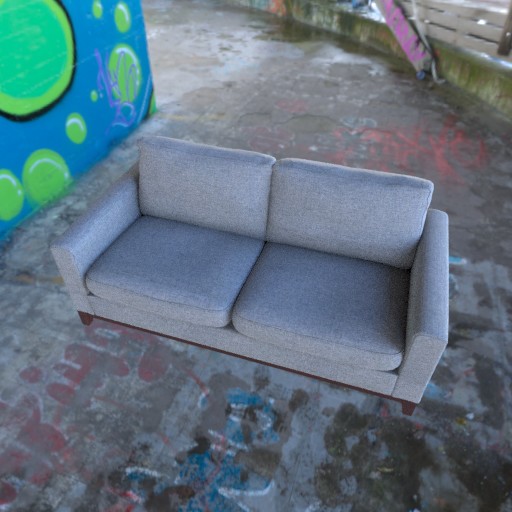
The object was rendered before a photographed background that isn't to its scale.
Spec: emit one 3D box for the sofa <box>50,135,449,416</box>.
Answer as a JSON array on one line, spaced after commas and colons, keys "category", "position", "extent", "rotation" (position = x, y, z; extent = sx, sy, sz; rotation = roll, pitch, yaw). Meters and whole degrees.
[{"category": "sofa", "position": [0.000, 0.000, 2.479], "extent": [1.978, 0.892, 0.969], "rotation": [12, 43, 13]}]
